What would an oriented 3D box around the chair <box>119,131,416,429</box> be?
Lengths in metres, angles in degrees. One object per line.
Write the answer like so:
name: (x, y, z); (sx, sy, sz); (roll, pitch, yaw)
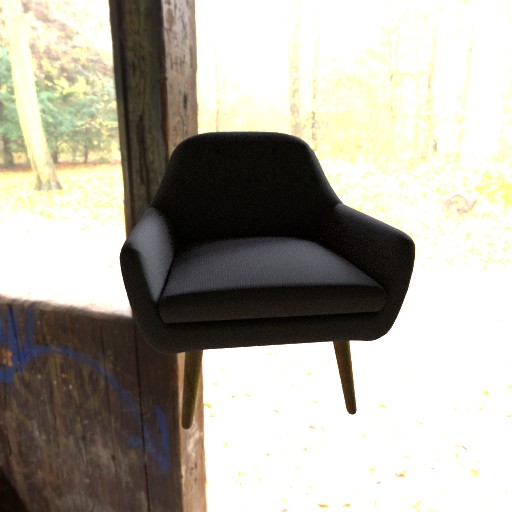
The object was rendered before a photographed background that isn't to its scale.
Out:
chair: (0.000, 0.000, 1.472); (0.770, 0.800, 0.779); (-2, 16, -8)
